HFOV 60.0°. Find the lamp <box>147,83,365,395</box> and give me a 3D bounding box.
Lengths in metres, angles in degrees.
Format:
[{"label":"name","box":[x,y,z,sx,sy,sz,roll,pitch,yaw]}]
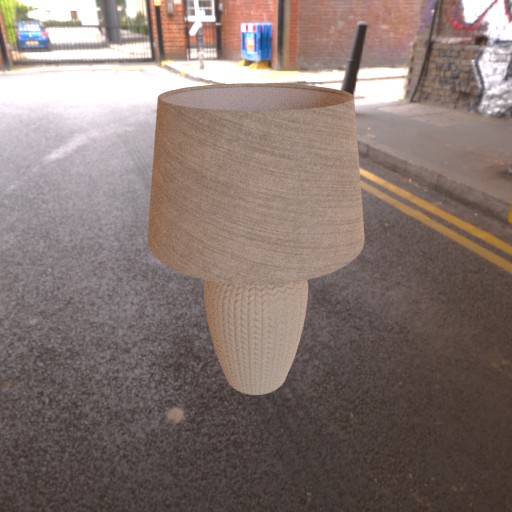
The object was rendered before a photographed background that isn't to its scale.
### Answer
[{"label":"lamp","box":[0.000,0.000,0.839,0.390,0.580,0.390,0,28,0]}]
